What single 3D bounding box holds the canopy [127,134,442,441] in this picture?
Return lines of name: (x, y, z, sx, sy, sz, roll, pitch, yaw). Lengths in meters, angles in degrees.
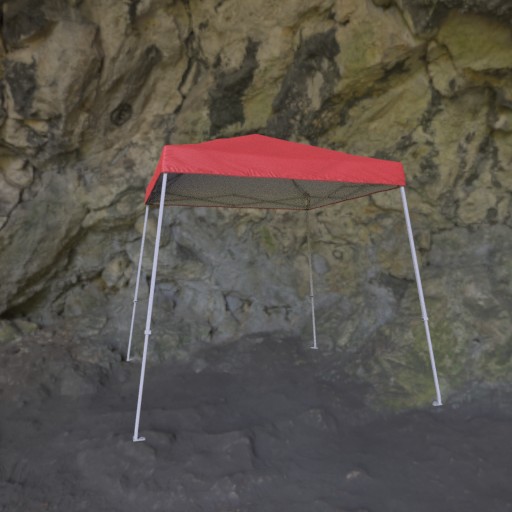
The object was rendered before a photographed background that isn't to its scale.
canopy: (0.000, 0.000, 5.176, 2.848, 2.849, 2.849, 0, 0, -17)
